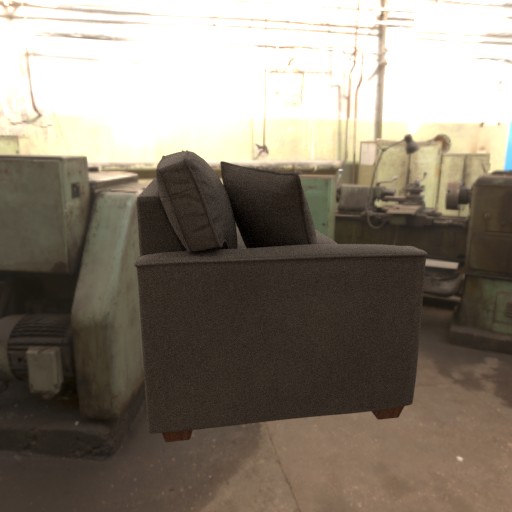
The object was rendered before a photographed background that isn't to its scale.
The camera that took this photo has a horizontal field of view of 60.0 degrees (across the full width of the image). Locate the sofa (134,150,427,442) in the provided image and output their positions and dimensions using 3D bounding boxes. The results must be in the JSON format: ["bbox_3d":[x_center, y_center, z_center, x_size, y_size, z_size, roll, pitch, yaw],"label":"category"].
[{"bbox_3d":[0.000,0.000,2.113,0.991,0.989,1.388,-2,13,-10],"label":"sofa"}]
